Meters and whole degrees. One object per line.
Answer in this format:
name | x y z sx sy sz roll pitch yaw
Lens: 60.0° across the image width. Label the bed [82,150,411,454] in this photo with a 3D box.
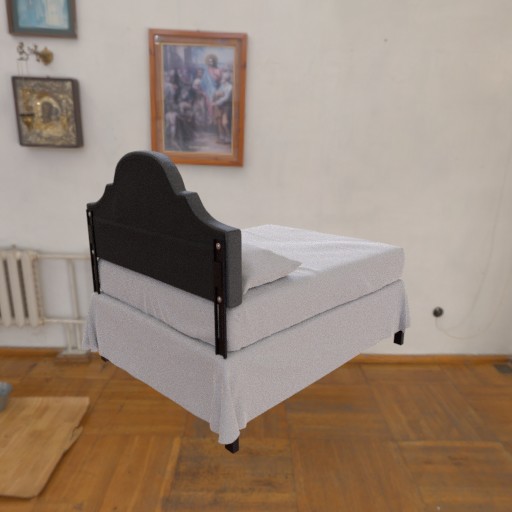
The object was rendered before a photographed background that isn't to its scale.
bed | 0.000 0.000 3.476 2.222 1.634 1.780 -14 20 -43
